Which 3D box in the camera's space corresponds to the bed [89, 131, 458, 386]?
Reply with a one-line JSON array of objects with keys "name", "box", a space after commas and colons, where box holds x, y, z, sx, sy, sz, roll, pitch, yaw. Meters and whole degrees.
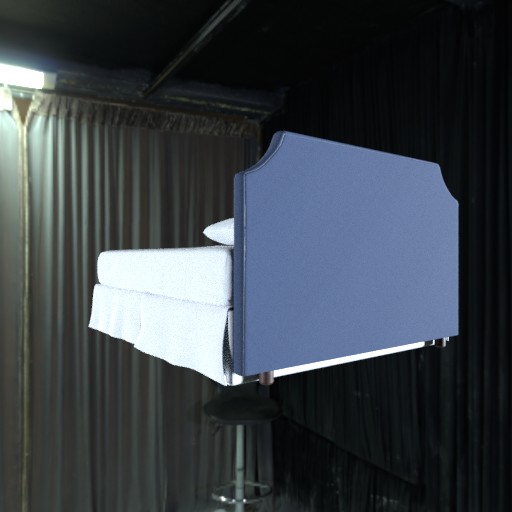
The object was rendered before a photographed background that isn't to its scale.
[{"name": "bed", "box": [0.000, 0.000, 4.188, 2.350, 1.488, 2.773, 0, 0, -36]}]
